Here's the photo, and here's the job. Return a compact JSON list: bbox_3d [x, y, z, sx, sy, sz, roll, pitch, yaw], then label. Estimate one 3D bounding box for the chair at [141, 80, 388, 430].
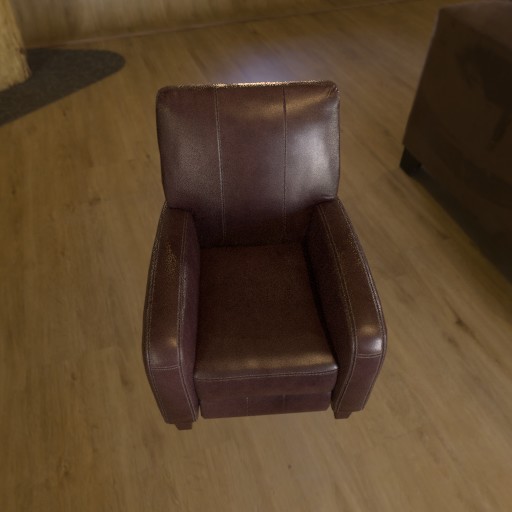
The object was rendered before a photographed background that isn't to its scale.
[{"bbox_3d":[0.000,0.000,1.653,0.762,0.990,0.990,-3,46,-3],"label":"chair"}]
